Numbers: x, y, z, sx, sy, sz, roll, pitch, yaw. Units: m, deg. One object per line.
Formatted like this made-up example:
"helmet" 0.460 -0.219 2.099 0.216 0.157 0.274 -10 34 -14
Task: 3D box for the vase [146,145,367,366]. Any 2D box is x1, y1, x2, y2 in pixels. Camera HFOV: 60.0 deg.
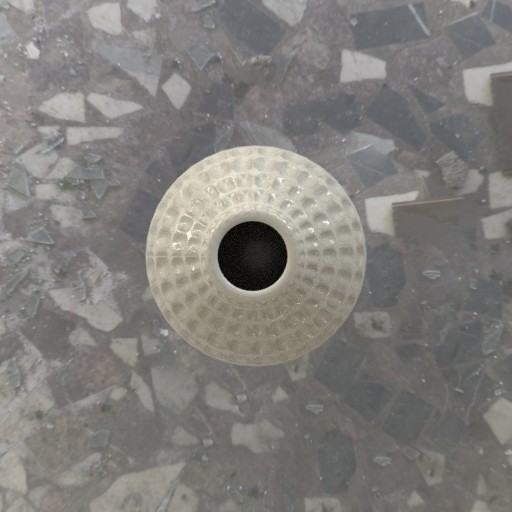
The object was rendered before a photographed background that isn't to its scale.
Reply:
"vase" 0.000 0.000 0.262 0.128 0.167 0.128 0 90 1
